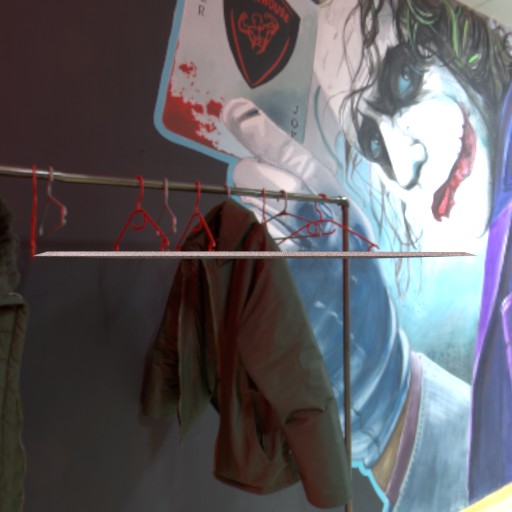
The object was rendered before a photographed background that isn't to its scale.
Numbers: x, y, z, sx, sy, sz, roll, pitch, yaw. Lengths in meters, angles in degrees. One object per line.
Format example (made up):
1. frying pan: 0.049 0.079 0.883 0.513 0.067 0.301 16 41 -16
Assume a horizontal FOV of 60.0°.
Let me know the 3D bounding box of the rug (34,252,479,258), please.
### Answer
1. rug: 0.000 0.000 4.004 2.933 0.027 2.332 0 -1 0
